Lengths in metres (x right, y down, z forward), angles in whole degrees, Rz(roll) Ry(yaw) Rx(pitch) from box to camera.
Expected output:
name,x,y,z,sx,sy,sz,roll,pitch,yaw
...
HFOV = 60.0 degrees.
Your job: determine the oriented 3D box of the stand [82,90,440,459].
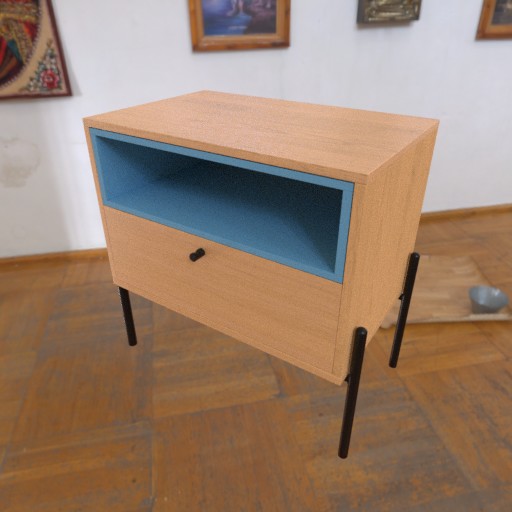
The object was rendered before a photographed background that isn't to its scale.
name,x,y,z,sx,sy,sz,roll,pitch,yaw
stand,0.000,0.000,0.997,0.630,0.600,0.400,18,35,29
